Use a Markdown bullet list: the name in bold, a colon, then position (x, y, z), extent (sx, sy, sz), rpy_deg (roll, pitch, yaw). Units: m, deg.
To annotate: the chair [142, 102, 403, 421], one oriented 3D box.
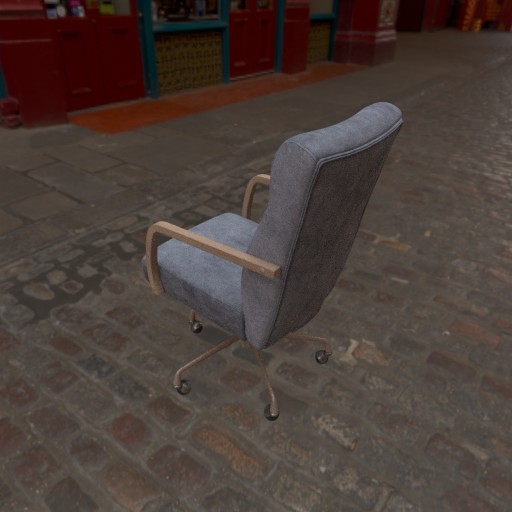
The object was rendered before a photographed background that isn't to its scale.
- **chair**: position (0.000, 0.000, 1.531), extent (0.741, 1.029, 0.640), rpy_deg (22, 37, 31)
